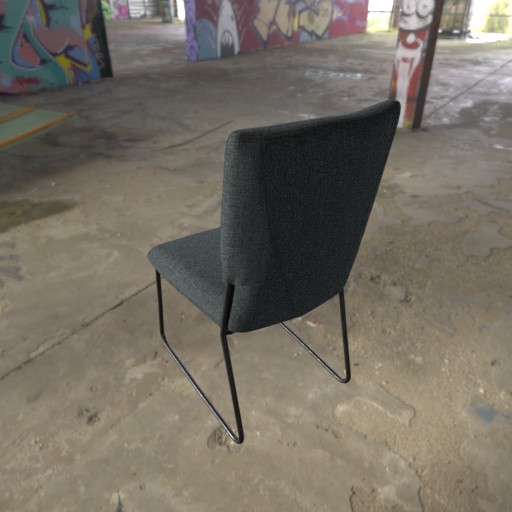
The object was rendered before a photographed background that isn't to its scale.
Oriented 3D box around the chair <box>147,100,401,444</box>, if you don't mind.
[{"bbox_3d":[0.000,0.000,1.306,0.480,0.931,0.635,-19,36,-28],"label":"chair"}]
